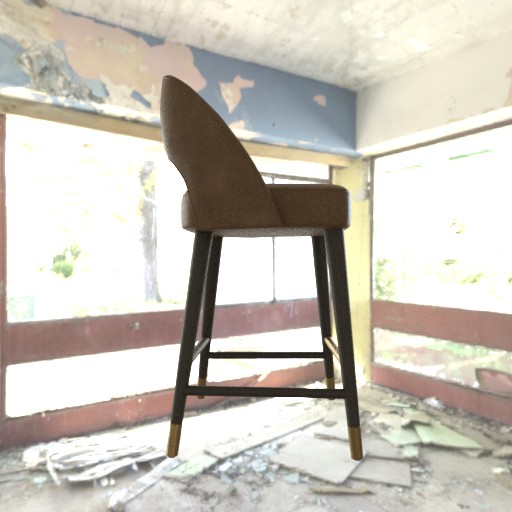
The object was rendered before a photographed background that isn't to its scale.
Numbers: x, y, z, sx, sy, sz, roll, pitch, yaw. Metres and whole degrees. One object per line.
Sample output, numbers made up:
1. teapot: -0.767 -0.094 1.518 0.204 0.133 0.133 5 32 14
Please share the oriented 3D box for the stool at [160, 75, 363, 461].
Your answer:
1. stool: 0.000 0.000 1.246 0.509 0.940 0.494 0 0 2
